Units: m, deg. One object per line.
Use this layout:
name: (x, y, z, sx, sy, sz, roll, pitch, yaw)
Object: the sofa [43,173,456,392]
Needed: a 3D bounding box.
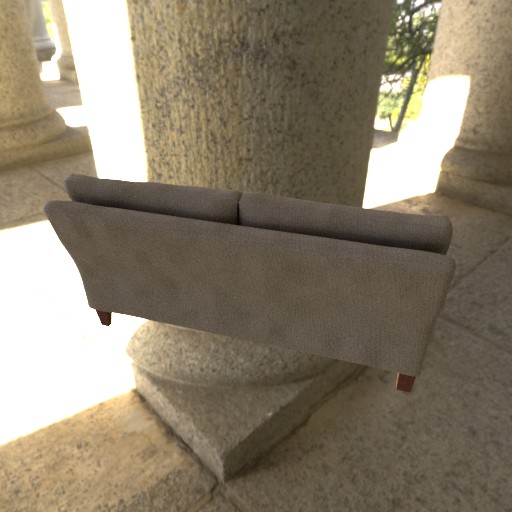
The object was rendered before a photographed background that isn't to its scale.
sofa: (0.000, 0.000, 2.809, 2.193, 1.096, 1.069, 9, 32, 14)
